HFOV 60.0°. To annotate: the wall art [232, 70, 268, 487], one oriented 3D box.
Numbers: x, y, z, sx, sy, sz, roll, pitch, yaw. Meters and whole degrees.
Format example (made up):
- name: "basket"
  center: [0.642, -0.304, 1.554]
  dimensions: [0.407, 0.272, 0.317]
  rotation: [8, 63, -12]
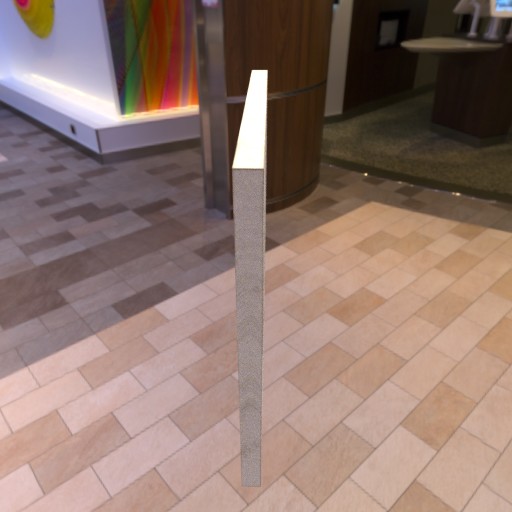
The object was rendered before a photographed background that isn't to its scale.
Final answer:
- name: "wall art"
  center: [0.000, 0.000, 0.752]
  dimensions: [0.029, 0.506, 0.508]
  rotation: [1, 32, 1]
